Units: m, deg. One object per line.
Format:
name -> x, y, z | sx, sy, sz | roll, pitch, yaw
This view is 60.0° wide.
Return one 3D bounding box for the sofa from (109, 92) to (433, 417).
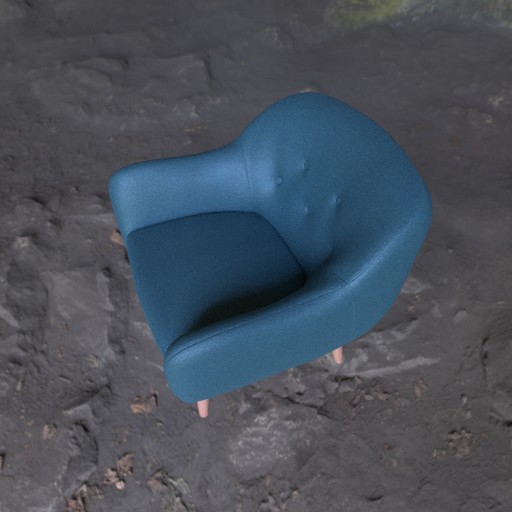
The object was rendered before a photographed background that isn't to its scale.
sofa -> 0.000, 0.000, 1.521 | 0.825, 0.817, 0.836 | -17, 48, -16
